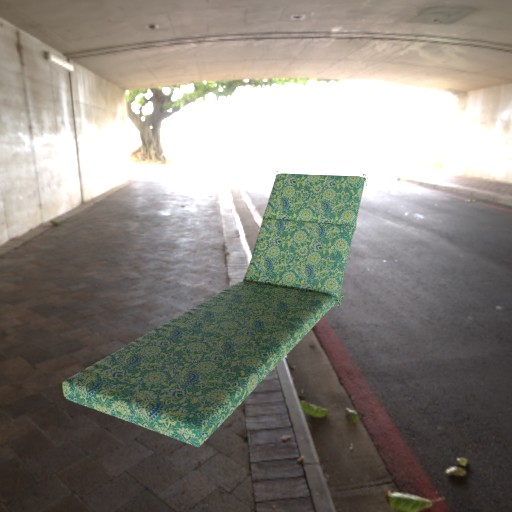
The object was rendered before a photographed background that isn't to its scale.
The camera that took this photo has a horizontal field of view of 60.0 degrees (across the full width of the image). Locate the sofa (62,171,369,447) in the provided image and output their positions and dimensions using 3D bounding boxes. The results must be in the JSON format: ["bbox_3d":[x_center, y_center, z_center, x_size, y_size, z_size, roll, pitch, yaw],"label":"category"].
[{"bbox_3d":[0.000,0.000,1.907,0.582,0.622,1.663,7,16,26],"label":"sofa"}]
